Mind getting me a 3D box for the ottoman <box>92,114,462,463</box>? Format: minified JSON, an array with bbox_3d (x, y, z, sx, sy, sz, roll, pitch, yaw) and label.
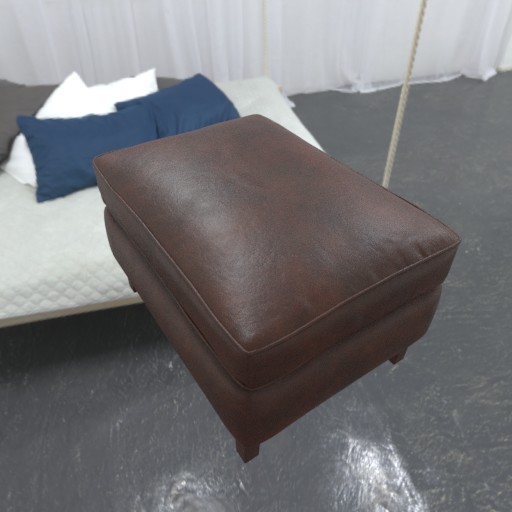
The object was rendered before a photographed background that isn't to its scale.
[{"bbox_3d":[0.000,0.000,0.982,0.501,0.432,0.665,-23,46,-25],"label":"ottoman"}]
